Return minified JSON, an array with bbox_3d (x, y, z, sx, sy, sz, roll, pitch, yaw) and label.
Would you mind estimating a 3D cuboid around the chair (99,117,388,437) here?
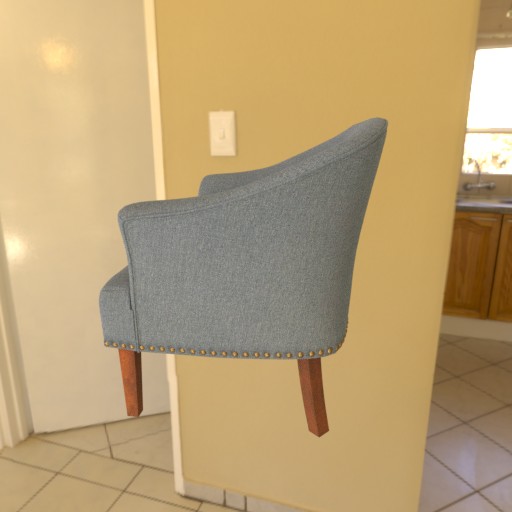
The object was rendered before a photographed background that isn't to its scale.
[{"bbox_3d":[0.000,0.000,1.371,0.704,0.815,0.798,2,16,9],"label":"chair"}]
